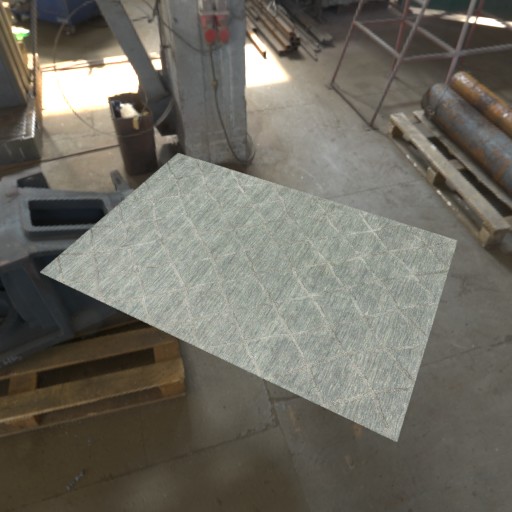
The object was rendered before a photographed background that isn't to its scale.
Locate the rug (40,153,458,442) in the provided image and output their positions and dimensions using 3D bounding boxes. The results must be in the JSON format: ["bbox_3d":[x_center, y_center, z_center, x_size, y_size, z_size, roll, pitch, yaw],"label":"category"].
[{"bbox_3d":[0.000,0.000,2.900,2.283,0.006,1.521,21,49,19],"label":"rug"}]
